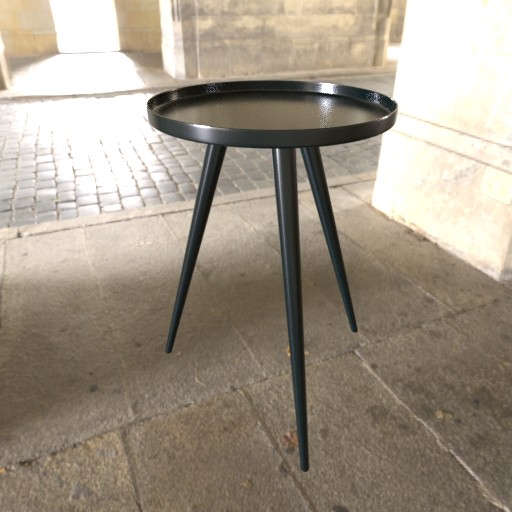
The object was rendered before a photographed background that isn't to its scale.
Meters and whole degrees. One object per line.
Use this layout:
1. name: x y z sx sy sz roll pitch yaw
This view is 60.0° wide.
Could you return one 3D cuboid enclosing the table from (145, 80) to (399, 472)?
1. table: 0.000 0.000 0.805 0.415 0.548 0.403 10 31 17
